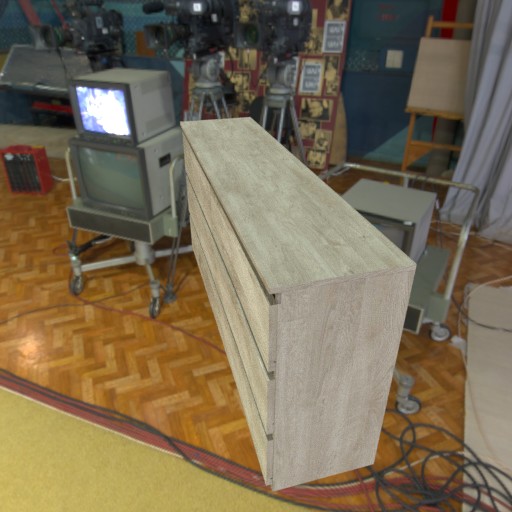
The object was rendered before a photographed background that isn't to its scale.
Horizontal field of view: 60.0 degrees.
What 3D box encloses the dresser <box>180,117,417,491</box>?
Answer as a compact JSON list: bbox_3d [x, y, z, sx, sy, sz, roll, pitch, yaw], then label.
[{"bbox_3d":[0.000,0.000,1.912,0.390,0.795,1.590,-8,32,-14],"label":"dresser"}]
